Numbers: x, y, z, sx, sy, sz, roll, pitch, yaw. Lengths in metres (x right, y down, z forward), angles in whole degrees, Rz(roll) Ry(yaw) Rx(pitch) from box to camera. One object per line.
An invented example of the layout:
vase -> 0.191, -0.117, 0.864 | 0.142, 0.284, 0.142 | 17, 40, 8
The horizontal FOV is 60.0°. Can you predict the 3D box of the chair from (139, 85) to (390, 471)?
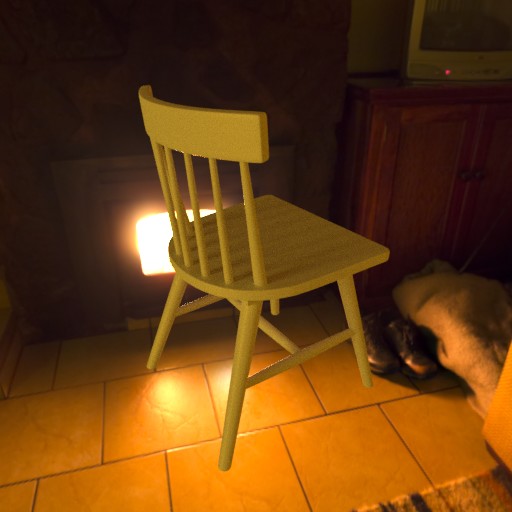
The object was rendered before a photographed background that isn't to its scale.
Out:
chair -> 0.000, 0.000, 1.120 | 0.500, 0.787, 0.483 | -18, 32, -31
